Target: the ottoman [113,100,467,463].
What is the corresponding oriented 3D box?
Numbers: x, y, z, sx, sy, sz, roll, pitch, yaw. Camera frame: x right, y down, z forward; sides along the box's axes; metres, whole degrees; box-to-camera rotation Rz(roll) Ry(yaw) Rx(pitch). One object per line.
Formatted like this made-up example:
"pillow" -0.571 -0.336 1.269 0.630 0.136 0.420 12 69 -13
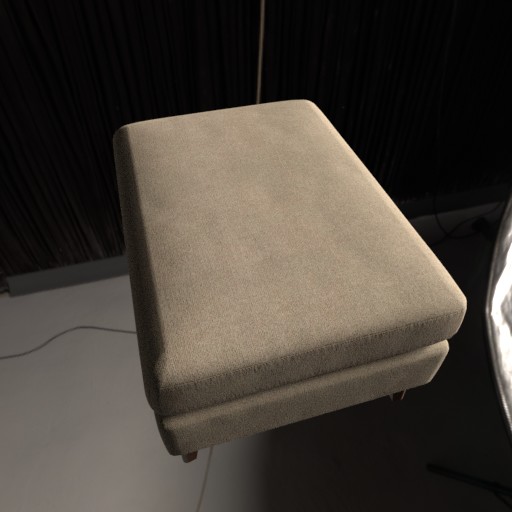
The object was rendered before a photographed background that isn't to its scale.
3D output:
"ottoman" 0.000 0.000 1.150 0.610 0.478 0.823 -12 48 -11
